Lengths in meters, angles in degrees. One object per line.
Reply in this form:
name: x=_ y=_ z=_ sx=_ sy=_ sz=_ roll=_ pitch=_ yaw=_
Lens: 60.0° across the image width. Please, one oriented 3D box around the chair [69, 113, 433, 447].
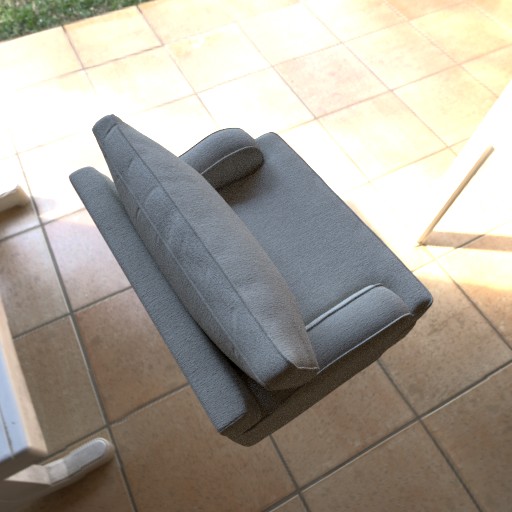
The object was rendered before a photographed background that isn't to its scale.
chair: x=0.000 y=0.000 z=1.933 sx=1.041 sy=1.016 sz=1.220 roll=-30 pitch=64 yaw=-16
